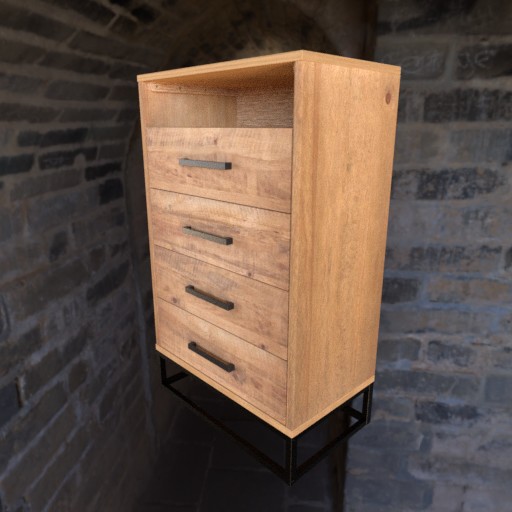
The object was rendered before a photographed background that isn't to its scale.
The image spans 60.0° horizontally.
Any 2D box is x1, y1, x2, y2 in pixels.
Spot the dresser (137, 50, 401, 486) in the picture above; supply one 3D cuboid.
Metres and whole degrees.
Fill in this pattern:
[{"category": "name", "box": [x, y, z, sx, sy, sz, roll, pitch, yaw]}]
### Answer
[{"category": "dresser", "box": [0.000, 0.000, 1.600, 0.479, 1.240, 0.761, -15, 22, -41]}]
